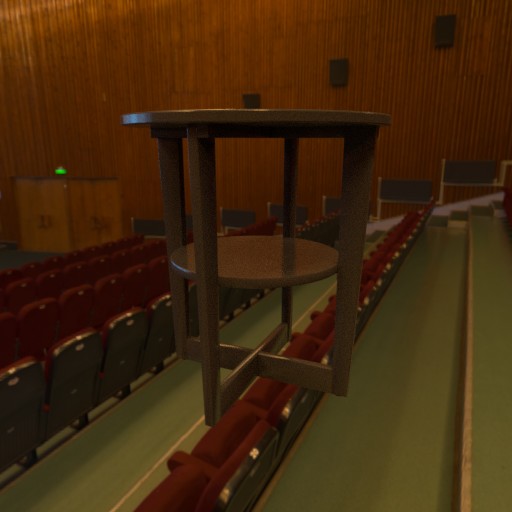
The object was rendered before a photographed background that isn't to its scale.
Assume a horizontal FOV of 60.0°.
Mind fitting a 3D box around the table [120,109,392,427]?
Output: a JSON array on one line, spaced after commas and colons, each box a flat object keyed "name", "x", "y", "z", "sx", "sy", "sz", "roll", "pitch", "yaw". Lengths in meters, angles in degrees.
[{"name": "table", "x": 0.000, "y": 0.000, "z": 0.921, "sx": 0.500, "sy": 0.550, "sz": 0.500, "roll": 0, "pitch": 15, "yaw": 0}]
